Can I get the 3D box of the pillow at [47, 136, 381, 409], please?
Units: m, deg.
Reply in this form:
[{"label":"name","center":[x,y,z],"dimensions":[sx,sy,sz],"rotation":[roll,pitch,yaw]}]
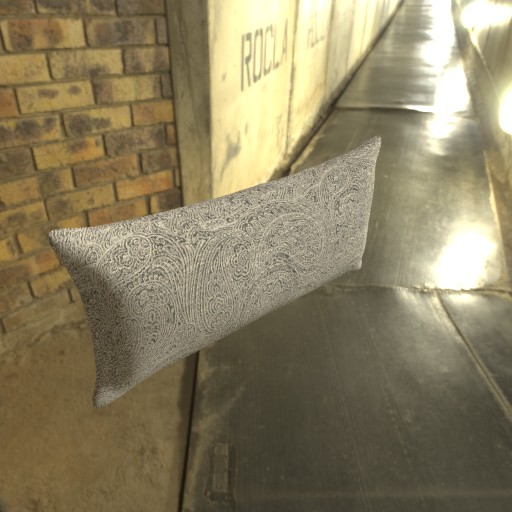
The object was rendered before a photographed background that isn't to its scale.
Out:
[{"label":"pillow","center":[0.000,0.000,0.745],"dimensions":[0.615,0.295,0.151],"rotation":[-23,38,-33]}]
